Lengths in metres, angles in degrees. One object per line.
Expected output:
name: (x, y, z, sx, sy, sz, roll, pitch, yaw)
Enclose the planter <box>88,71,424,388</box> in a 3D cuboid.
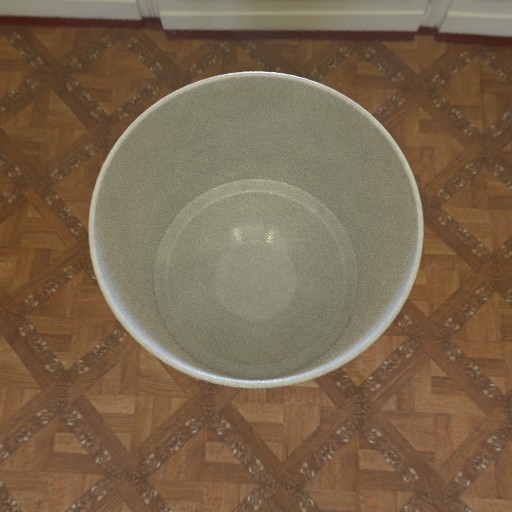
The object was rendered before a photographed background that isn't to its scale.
planter: (0.000, 0.000, 0.338, 0.190, 0.181, 0.190, 0, 75, 0)
